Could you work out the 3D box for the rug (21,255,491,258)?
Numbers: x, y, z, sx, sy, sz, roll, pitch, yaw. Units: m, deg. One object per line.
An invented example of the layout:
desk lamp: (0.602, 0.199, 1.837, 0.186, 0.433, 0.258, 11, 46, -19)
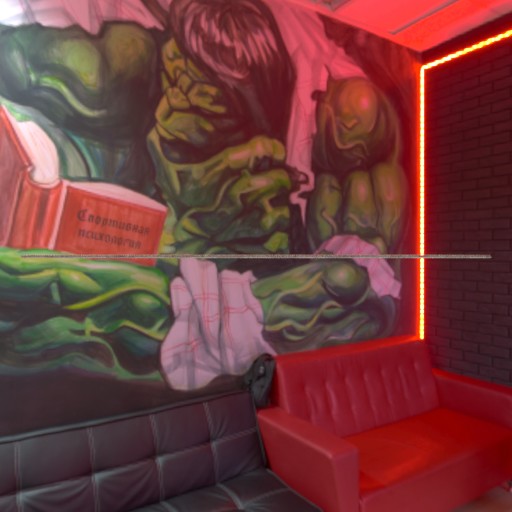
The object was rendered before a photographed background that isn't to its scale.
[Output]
rug: (0.000, 0.000, 2.908, 2.280, 0.015, 1.521, 0, 0, 0)
